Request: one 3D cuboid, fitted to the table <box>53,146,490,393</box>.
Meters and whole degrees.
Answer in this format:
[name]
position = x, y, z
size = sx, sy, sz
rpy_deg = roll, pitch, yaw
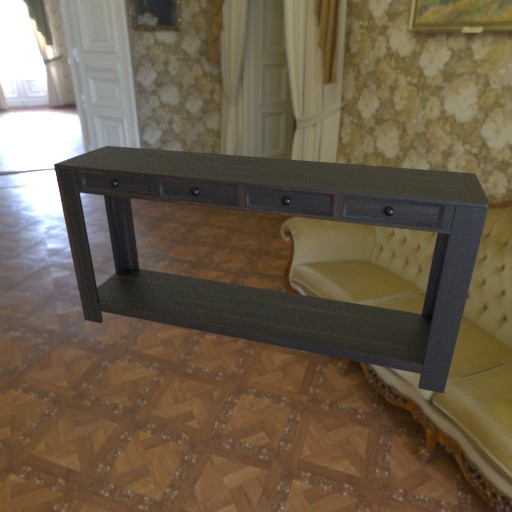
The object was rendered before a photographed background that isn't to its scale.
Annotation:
[table]
position = 0.000, 0.000, 1.910
size = 1.631, 0.762, 0.384
rpy_deg = 8, 27, 16
